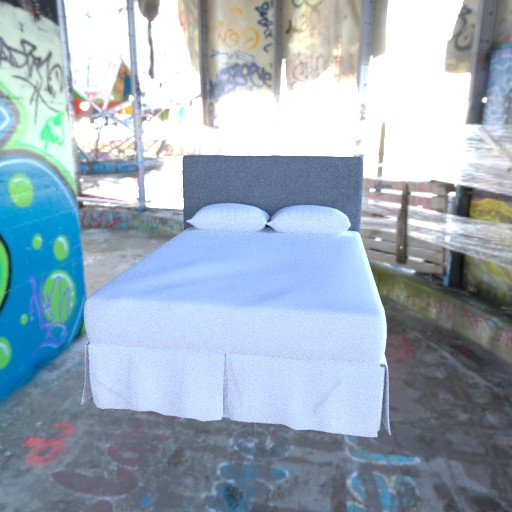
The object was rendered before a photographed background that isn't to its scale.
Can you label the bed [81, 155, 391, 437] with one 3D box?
[{"bbox_3d":[0.000,0.000,3.205,1.723,1.330,2.142,2,16,9],"label":"bed"}]
